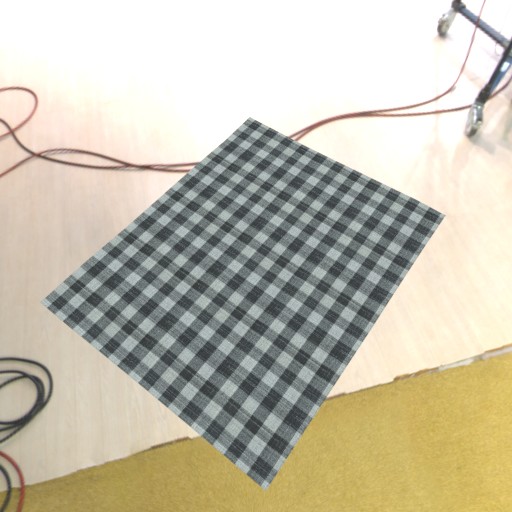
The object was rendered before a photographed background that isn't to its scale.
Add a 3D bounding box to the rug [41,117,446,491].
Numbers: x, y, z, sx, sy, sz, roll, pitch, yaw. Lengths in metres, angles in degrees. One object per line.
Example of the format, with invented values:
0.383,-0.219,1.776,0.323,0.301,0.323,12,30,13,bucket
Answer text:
0.000,0.000,4.117,2.432,0.013,3.021,32,63,19,rug
